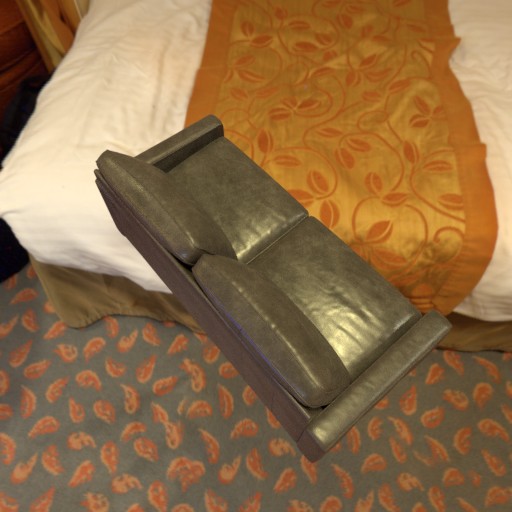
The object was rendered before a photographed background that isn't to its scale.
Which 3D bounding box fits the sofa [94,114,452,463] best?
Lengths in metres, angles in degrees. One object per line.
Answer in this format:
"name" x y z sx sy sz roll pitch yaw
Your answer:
"sofa" 0.000 0.000 2.616 0.939 0.916 2.081 -36 66 -19
